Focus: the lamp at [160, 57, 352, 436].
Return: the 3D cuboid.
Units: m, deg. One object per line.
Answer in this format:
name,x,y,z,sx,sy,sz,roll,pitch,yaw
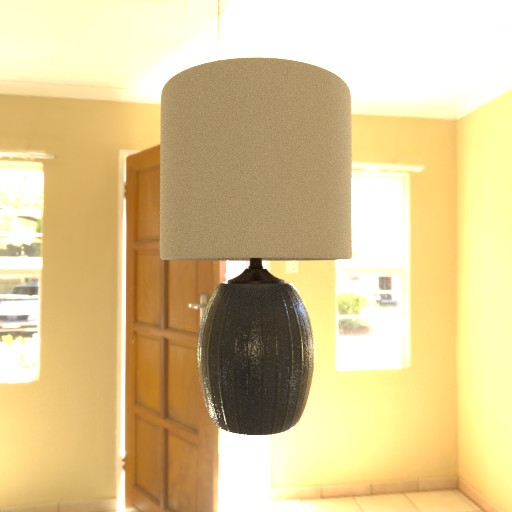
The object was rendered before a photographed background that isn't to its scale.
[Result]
lamp,0.000,0.000,0.774,0.329,0.570,0.329,0,-1,-17
